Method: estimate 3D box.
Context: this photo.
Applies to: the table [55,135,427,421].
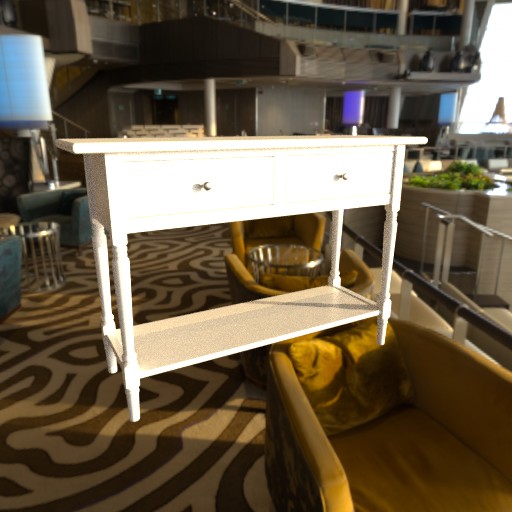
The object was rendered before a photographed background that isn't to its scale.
[{"bbox_3d":[0.000,0.000,1.581,1.191,0.814,0.386,-9,19,-28],"label":"table"}]
